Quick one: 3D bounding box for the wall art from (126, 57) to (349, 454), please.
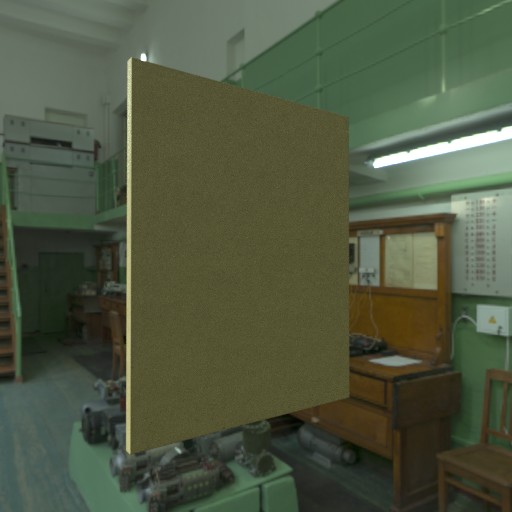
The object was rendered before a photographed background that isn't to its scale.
[{"bbox_3d":[0.000,0.000,1.362,0.798,1.002,0.030,0,-1,-36],"label":"wall art"}]
